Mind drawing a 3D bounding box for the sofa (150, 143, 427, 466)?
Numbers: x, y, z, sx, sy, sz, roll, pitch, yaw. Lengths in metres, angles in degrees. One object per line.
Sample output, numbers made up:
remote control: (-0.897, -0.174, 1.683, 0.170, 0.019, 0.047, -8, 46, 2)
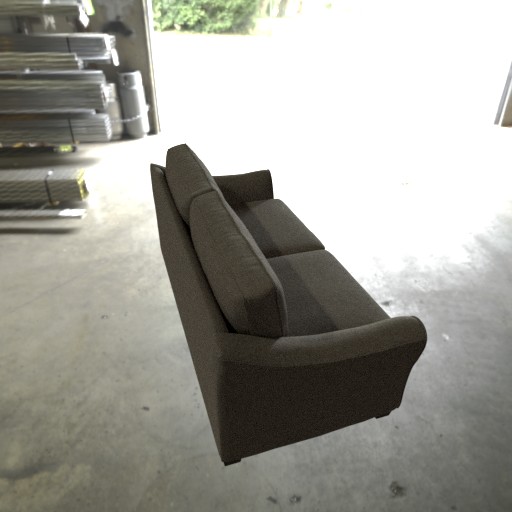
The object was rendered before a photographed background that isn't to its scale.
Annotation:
sofa: (0.000, 0.000, 2.775, 1.013, 0.976, 2.203, -10, 32, -15)
